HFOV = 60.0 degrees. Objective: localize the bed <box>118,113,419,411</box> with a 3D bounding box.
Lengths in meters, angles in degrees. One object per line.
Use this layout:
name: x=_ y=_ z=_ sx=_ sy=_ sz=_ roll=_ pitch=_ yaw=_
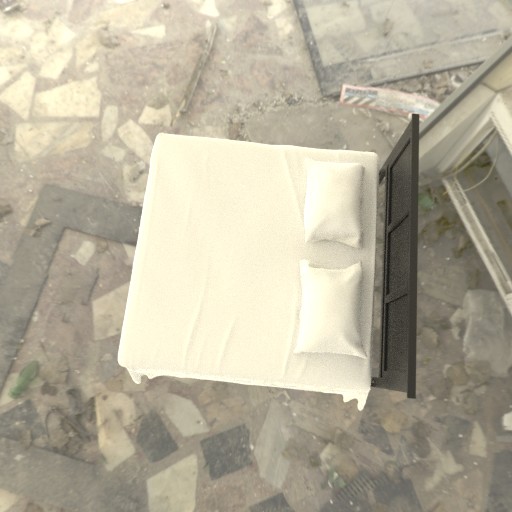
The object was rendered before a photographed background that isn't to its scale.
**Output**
bed: x=0.000 y=0.000 z=3.637 sx=2.219 sy=1.271 sz=2.315 roll=6 pitch=76 yaw=1
